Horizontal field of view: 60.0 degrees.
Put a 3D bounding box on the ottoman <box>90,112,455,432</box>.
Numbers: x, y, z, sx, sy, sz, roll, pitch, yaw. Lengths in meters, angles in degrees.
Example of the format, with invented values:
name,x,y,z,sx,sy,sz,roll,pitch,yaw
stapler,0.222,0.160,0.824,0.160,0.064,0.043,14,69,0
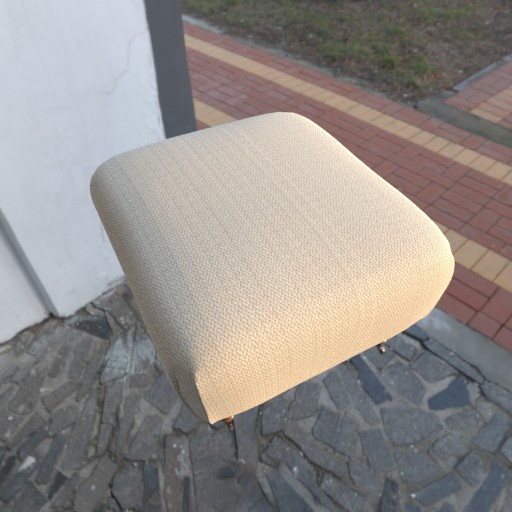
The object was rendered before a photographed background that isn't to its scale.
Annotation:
name,x,y,z,sx,sy,sz,roll,pitch,yaw
ottoman,0.000,0.000,1.087,0.622,0.447,0.684,-21,50,-19
